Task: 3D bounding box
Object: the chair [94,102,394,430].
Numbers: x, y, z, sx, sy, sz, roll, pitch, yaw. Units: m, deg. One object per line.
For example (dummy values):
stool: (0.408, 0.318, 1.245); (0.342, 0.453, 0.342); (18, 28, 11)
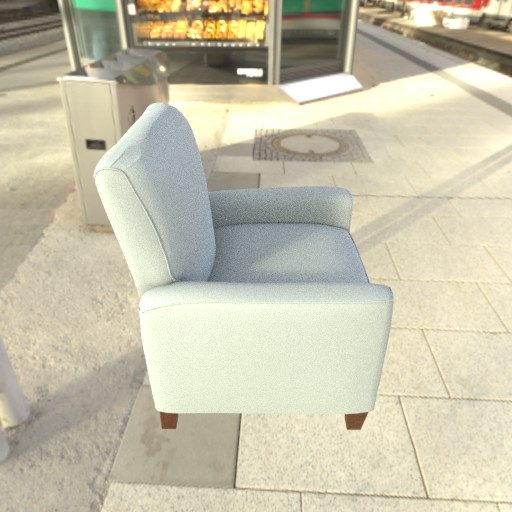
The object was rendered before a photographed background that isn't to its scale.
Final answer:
chair: (0.000, 0.000, 1.656); (0.846, 1.007, 0.853); (0, 32, 1)
